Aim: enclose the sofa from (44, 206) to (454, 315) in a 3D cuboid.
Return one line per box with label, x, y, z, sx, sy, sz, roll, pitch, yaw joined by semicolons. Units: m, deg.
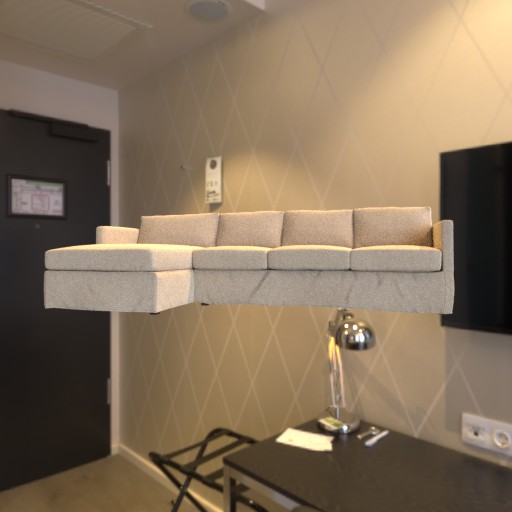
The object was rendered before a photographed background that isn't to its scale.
sofa;0.000;0.000;3.915;3.205;0.922;1.650;0;0;16
